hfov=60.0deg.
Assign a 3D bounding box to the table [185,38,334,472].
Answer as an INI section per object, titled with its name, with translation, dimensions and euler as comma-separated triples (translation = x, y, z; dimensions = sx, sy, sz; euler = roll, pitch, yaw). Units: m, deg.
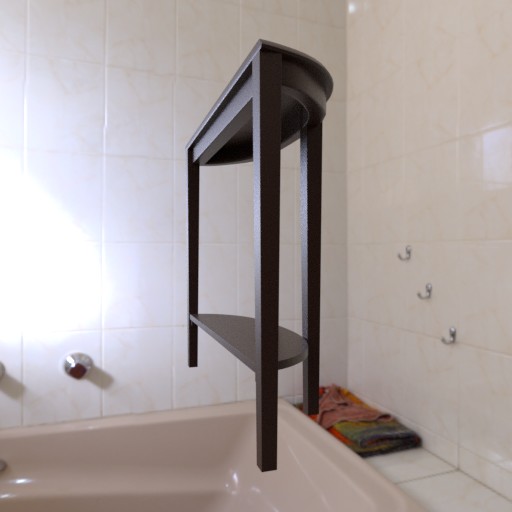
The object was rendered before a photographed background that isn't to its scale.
[table]
translation = 0.000, 0.000, 1.303
dimensions = 0.274, 0.831, 0.909
euler = 0, 0, -18
